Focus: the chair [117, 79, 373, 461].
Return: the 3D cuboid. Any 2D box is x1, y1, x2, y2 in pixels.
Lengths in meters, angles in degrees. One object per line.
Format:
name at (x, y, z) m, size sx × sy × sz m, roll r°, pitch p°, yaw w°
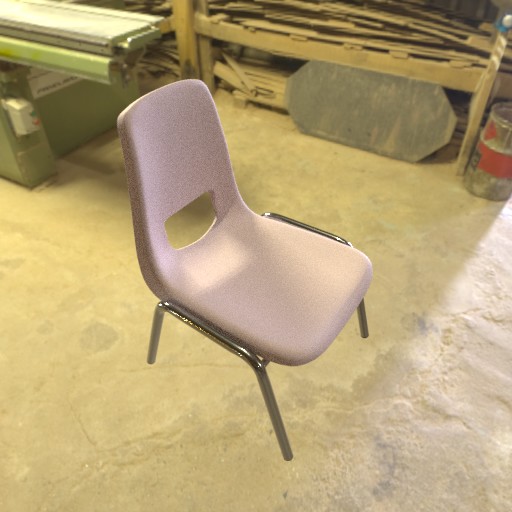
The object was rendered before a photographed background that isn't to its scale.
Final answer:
chair at (0.000, 0.000, 0.806) m, size 0.385 × 0.537 × 0.354 m, roll 24°, pitch 46°, yaw 26°
